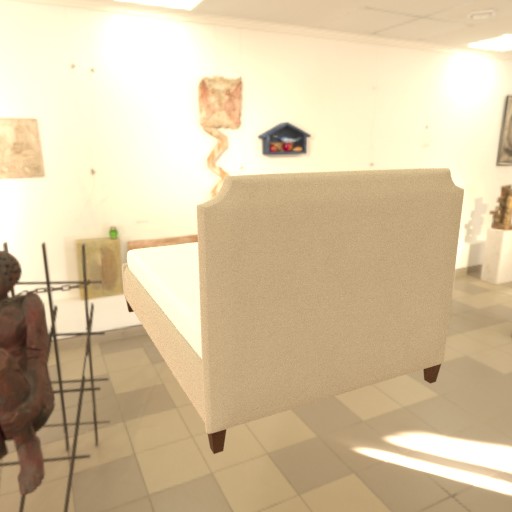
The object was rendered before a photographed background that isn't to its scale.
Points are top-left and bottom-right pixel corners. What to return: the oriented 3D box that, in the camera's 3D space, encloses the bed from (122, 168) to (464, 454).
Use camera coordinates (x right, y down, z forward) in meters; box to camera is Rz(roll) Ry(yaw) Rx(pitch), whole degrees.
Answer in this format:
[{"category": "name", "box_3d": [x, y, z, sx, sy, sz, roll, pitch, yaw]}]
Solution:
[{"category": "bed", "box_3d": [0.000, 0.000, 3.480, 1.713, 1.443, 2.372, -7, 16, -26]}]
